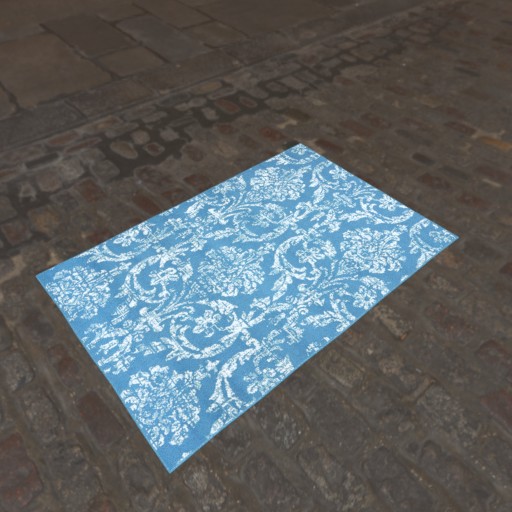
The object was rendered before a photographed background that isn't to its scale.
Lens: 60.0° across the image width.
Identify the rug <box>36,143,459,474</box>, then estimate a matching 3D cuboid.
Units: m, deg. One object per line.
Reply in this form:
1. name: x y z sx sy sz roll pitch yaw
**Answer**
1. rug: 0.000 0.000 2.282 1.833 0.012 1.211 -32 54 -27
